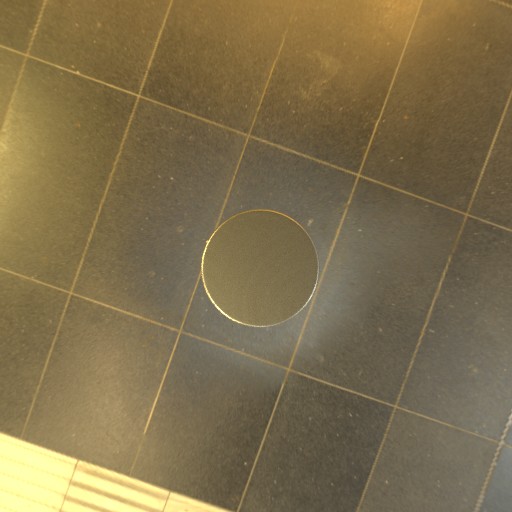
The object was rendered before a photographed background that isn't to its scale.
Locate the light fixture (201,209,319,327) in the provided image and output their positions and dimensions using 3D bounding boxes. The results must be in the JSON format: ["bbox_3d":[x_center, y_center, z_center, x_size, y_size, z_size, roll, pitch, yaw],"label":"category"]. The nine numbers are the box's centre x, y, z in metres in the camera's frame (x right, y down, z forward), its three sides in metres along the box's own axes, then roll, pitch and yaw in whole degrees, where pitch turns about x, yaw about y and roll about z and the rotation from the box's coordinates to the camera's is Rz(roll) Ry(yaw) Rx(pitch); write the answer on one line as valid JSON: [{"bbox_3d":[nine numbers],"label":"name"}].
[{"bbox_3d":[0.000,0.000,0.821,0.153,0.760,0.153,0,92,-1],"label":"light fixture"}]
